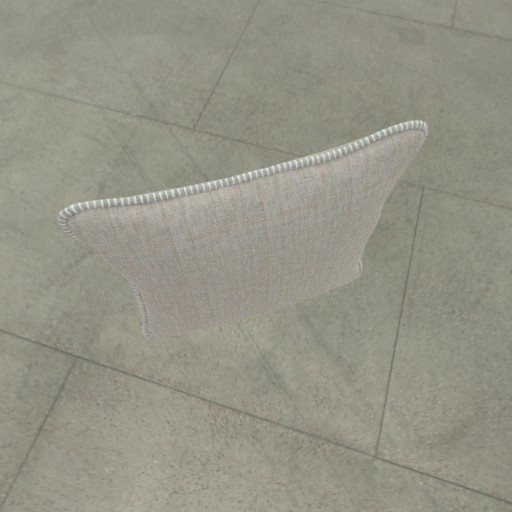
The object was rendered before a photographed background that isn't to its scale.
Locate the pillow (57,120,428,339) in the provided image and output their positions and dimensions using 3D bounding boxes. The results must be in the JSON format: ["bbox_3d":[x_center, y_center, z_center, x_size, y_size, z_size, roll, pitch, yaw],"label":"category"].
[{"bbox_3d":[0.000,0.000,0.749,0.485,0.494,0.124,-16,63,-8],"label":"pillow"}]
